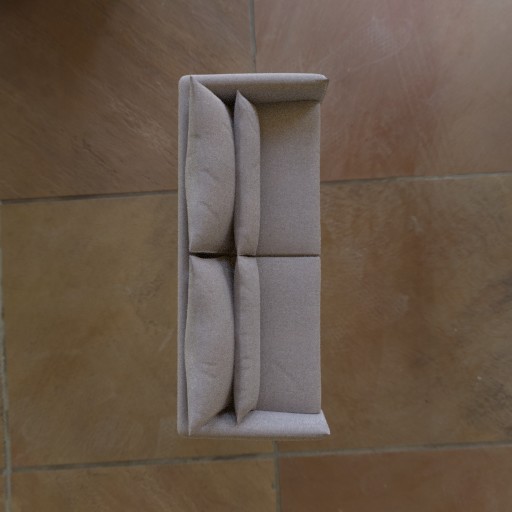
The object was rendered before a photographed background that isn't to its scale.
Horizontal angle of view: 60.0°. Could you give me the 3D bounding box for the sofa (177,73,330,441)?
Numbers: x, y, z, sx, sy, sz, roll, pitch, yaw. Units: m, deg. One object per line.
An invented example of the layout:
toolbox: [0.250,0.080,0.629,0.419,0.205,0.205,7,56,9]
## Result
sofa: [0.000,0.000,2.499,0.809,0.833,2.022,0,89,1]
